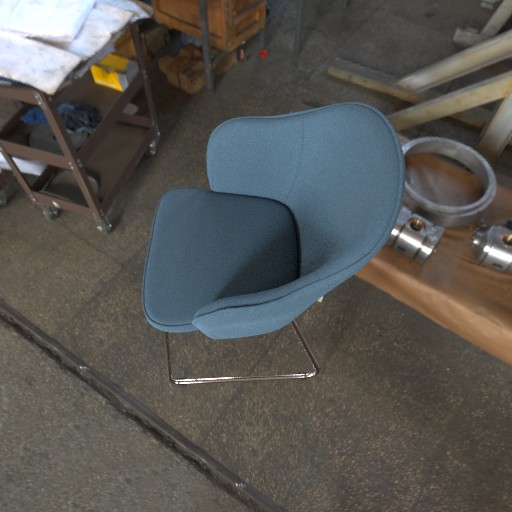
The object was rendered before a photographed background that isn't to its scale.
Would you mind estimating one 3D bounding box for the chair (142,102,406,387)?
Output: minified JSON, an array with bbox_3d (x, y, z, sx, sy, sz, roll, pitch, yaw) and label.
[{"bbox_3d":[0.000,0.000,1.221,0.585,0.815,0.570,0,58,0],"label":"chair"}]
